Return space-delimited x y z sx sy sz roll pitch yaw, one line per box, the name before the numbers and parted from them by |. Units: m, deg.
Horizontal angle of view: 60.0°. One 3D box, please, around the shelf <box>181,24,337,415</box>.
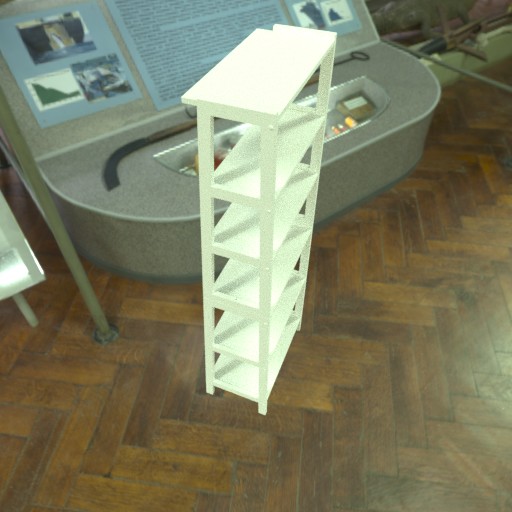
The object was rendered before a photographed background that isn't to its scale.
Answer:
shelf | 0.000 0.000 2.154 0.381 1.892 0.660 16 48 15
